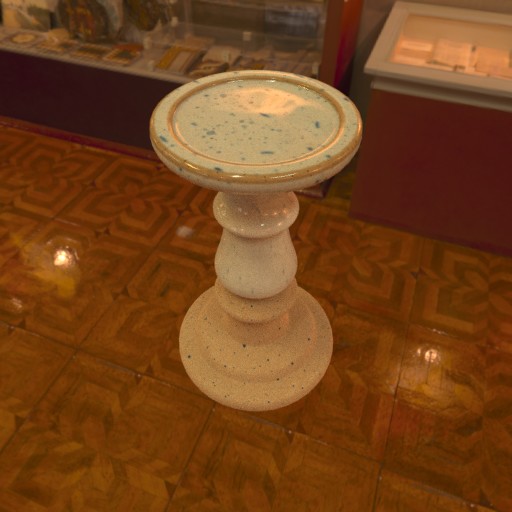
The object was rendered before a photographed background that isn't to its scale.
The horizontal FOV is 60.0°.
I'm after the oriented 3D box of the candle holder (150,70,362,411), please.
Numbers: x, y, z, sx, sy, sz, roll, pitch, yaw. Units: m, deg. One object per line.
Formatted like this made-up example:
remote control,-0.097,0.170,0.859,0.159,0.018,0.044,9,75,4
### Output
candle holder,0.000,0.000,0.289,0.123,0.202,0.123,0,46,0
